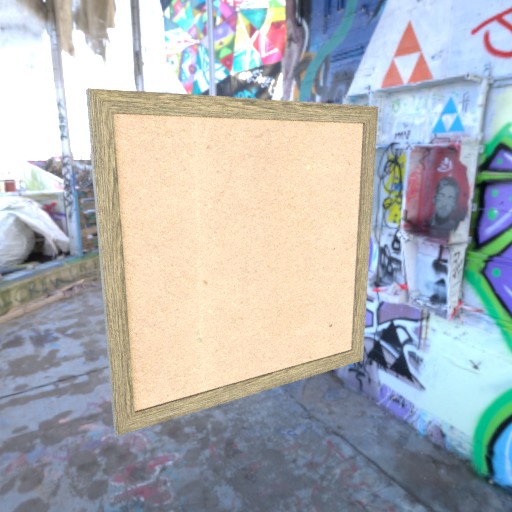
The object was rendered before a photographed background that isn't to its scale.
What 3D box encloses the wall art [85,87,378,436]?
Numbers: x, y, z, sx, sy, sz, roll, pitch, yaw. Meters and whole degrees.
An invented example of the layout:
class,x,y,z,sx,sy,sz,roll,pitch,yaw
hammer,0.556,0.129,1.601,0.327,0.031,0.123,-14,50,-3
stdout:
class,x,y,z,sx,sy,sz,roll,pitch,yaw
wall art,0.000,0.000,0.758,0.508,0.508,0.019,-8,15,-29
